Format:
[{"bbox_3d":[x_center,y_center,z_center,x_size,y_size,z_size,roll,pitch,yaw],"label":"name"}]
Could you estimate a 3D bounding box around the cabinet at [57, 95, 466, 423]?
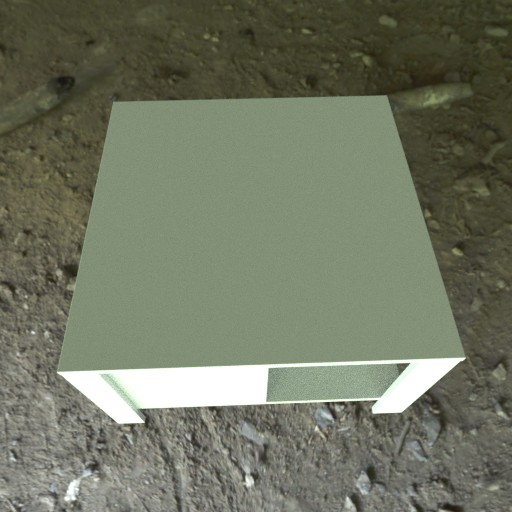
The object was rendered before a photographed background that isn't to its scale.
[{"bbox_3d":[0.000,0.000,1.274,0.800,0.460,0.800,-2,57,-1],"label":"cabinet"}]
